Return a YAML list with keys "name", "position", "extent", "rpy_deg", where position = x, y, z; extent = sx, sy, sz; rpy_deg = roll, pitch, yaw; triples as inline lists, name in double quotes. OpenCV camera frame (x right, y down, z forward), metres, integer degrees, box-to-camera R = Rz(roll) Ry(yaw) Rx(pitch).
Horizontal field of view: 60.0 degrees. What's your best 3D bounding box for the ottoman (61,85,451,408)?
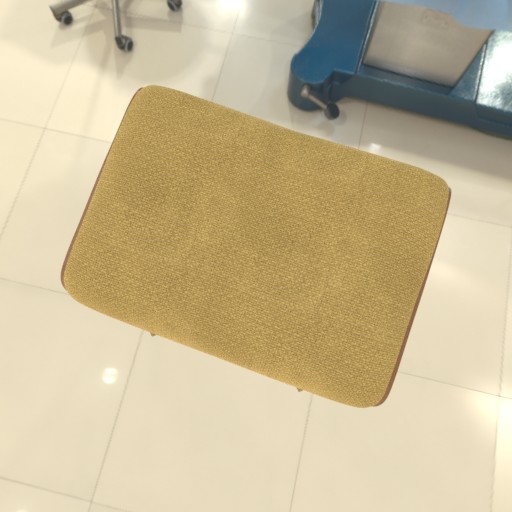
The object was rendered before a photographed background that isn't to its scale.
- name: "ottoman"
  position: [0.000, 0.000, 0.813]
  extent: [0.520, 0.391, 0.394]
  rpy_deg: [19, 75, 5]
